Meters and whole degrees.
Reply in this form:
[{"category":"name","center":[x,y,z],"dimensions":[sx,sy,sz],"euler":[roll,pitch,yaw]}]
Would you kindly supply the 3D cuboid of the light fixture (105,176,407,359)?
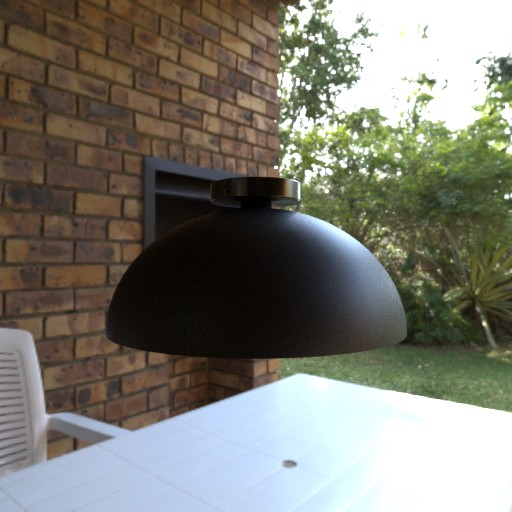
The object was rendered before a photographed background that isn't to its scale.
[{"category":"light fixture","center":[0.000,0.000,0.552],"dimensions":[0.355,0.177,0.355],"euler":[0,-1,0]}]
